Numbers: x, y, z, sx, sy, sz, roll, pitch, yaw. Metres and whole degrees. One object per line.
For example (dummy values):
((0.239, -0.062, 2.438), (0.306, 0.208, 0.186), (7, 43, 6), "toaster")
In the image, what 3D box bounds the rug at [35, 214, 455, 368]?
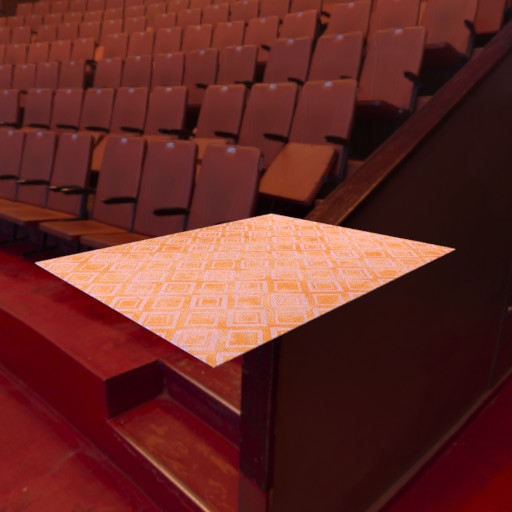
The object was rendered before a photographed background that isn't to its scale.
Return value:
((0.000, 0.000, 4.073), (2.433, 0.011, 3.037), (16, 23, 42), "rug")
